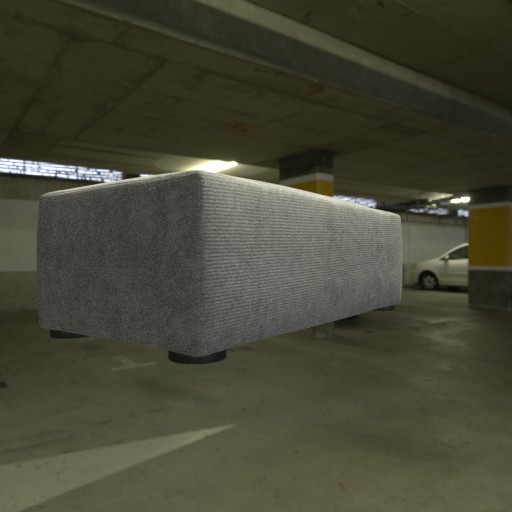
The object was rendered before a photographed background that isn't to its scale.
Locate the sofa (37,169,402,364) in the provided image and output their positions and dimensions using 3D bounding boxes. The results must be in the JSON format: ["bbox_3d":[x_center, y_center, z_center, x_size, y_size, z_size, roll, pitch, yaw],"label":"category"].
[{"bbox_3d":[0.000,0.000,1.153,0.480,0.330,0.930,0,0,36],"label":"sofa"}]
